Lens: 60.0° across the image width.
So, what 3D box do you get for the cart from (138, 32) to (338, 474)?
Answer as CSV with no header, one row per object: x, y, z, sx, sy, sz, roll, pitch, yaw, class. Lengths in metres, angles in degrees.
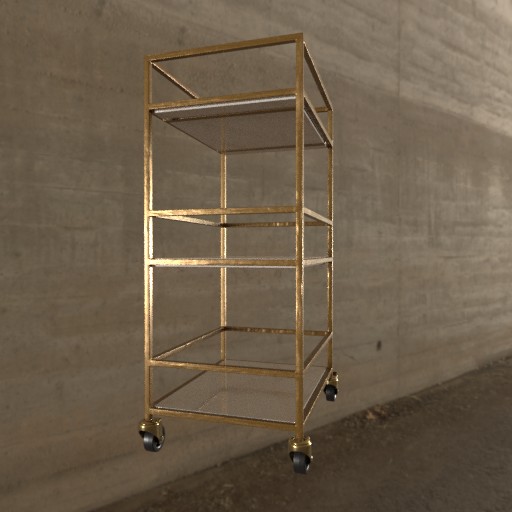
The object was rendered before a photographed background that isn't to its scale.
0.000,0.000,1.014,0.332,0.761,0.483,0,1,17,cart
